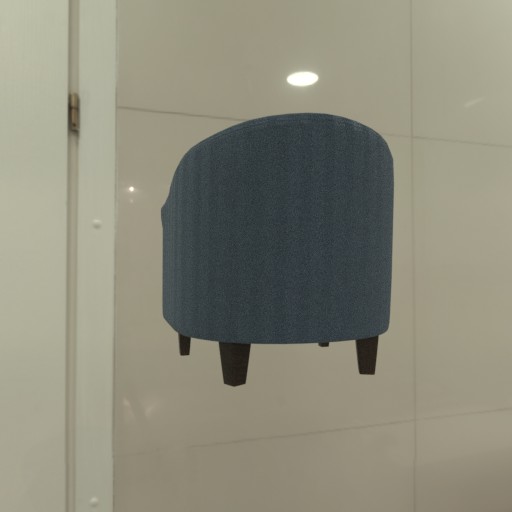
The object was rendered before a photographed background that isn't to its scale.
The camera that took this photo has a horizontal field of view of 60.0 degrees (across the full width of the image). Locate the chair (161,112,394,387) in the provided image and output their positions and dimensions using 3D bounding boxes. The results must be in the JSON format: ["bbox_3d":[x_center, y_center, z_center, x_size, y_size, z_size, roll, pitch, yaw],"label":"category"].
[{"bbox_3d":[0.000,0.000,1.801,0.756,0.757,1.288,0,-1,-18],"label":"chair"}]
